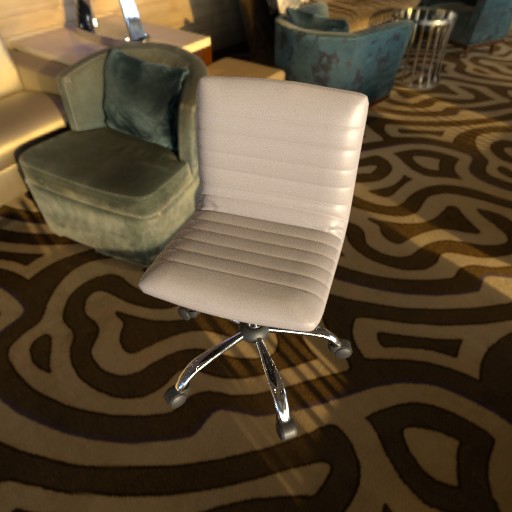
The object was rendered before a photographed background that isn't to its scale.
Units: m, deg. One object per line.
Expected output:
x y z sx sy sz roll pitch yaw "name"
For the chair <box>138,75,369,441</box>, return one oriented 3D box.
0.000 0.000 1.119 0.569 0.750 0.542 12 42 13 "chair"
